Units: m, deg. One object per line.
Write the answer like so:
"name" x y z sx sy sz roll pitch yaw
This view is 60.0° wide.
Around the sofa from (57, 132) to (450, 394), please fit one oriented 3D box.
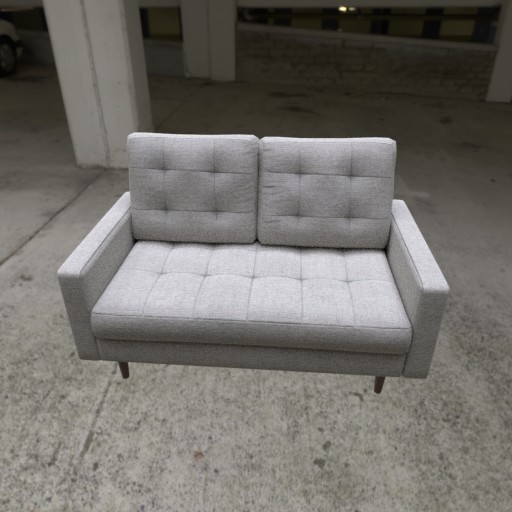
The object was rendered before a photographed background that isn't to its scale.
"sofa" 0.000 0.000 1.944 1.407 0.907 0.842 2 30 4
